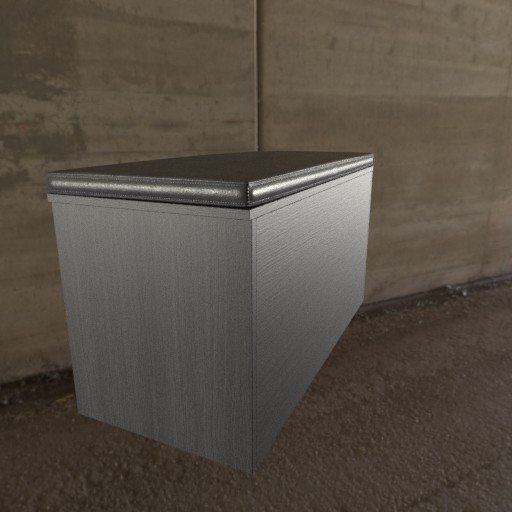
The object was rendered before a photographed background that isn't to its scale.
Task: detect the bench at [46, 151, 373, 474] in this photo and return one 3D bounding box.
[{"bbox_3d":[0.000,0.000,1.155,0.401,0.501,0.905,7,17,24],"label":"bench"}]
